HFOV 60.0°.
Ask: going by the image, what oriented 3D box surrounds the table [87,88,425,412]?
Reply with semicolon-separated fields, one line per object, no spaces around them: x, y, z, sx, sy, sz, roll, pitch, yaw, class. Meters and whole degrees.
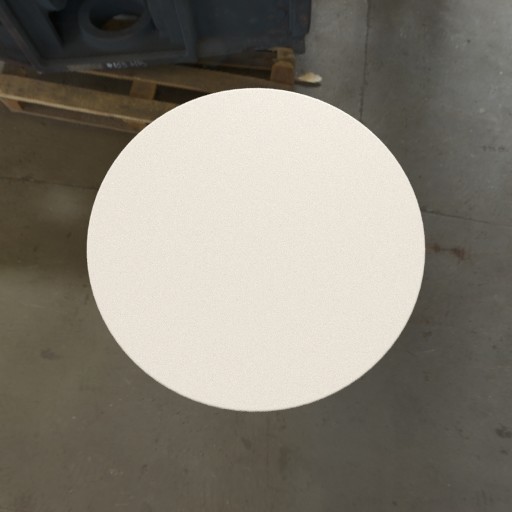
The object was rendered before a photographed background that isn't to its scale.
0.000;0.000;1.417;0.910;0.457;0.910;0;75;0;table
